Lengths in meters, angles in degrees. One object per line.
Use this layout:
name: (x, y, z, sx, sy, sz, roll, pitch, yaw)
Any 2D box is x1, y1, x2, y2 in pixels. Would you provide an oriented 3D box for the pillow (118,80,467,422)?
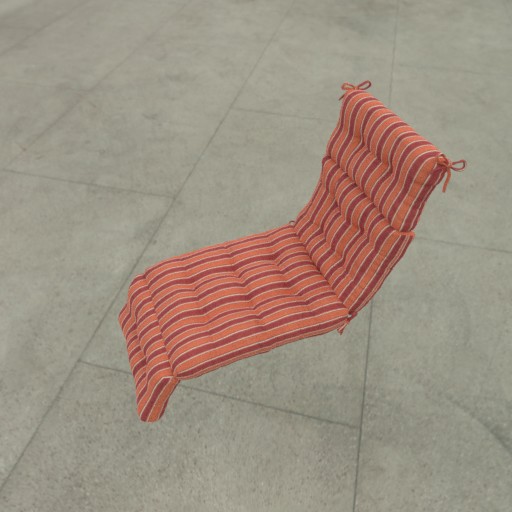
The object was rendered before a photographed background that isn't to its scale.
pillow: (0.000, 0.000, 1.486, 1.016, 0.863, 0.526, -16, 48, -15)
